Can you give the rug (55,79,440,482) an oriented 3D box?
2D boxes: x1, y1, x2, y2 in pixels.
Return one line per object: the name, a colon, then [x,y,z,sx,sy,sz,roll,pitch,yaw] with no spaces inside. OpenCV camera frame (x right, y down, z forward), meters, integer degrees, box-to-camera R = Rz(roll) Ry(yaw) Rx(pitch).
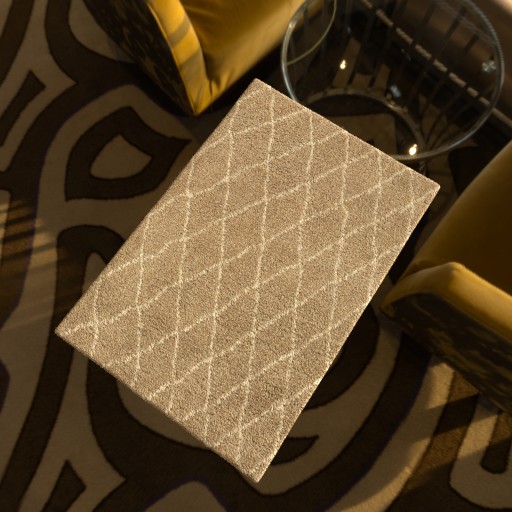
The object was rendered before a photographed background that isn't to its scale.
rug: [0.000,0.000,2.305,1.219,0.030,1.778,33,77,9]
